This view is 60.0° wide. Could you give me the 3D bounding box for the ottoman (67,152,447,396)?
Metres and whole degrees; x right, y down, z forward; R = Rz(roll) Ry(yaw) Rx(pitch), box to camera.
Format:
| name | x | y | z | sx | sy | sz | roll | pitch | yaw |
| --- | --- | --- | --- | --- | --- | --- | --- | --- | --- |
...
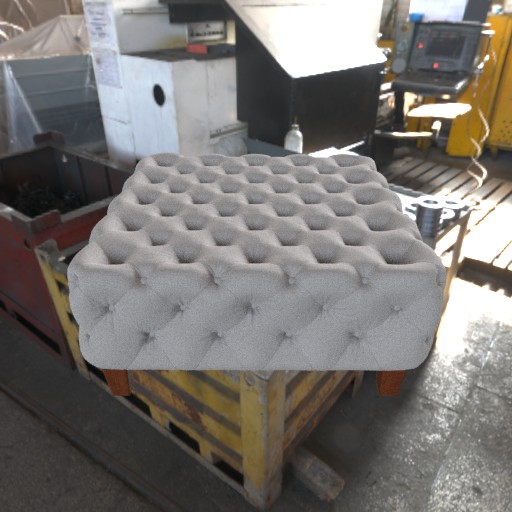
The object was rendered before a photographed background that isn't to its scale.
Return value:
| name | x | y | z | sx | sy | sz | roll | pitch | yaw |
| --- | --- | --- | --- | --- | --- | --- | --- | --- | --- |
| ottoman | 0.000 | 0.000 | 1.210 | 0.764 | 0.365 | 0.758 | 0 | 31 | 0 |
